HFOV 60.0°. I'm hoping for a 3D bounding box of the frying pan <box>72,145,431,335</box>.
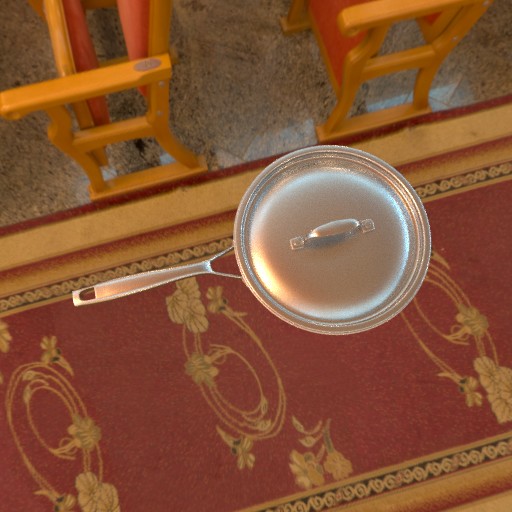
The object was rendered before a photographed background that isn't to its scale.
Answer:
[{"bbox_3d":[0.000,0.000,0.615,0.490,0.086,0.272,-14,76,-4],"label":"frying pan"}]
